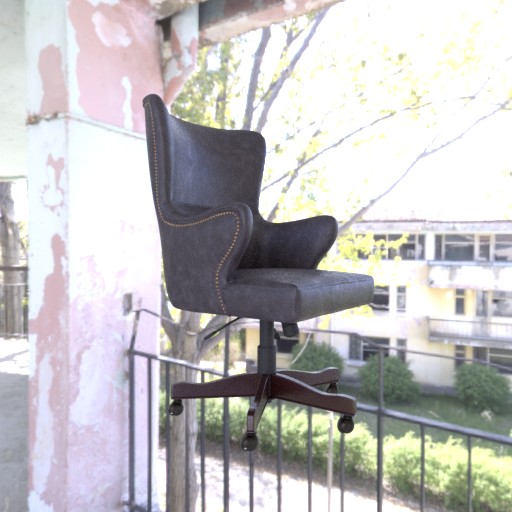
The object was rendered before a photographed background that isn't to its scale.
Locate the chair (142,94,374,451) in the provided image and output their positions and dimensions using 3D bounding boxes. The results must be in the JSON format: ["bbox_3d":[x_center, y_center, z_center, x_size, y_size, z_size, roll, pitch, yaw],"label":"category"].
[{"bbox_3d":[0.000,0.000,1.494,0.717,1.037,0.594,0,1,36],"label":"chair"}]
